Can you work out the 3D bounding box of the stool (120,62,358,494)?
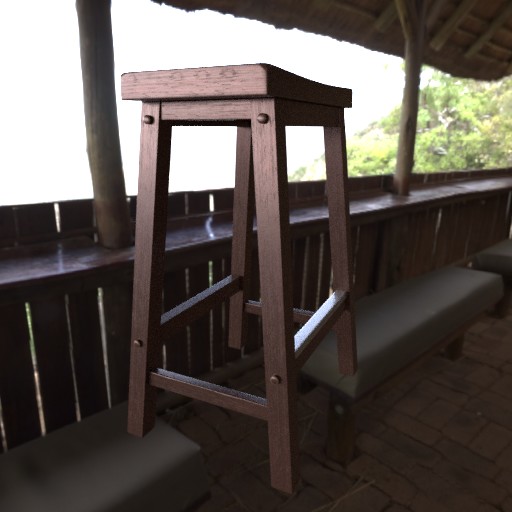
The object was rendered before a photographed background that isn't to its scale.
[{"bbox_3d":[0.000,0.000,0.829,0.322,0.610,0.406,8,18,25],"label":"stool"}]
